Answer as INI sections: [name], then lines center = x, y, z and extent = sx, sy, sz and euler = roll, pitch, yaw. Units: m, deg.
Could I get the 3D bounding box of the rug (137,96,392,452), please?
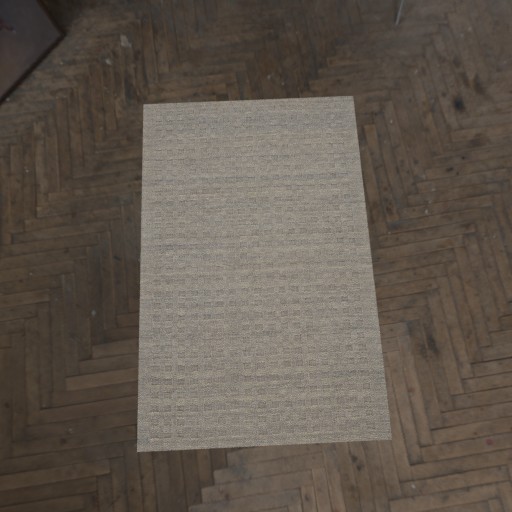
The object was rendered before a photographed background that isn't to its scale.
[rug]
center = 0.000, 0.000, 2.200
extent = 1.142, 0.006, 1.752
euler = -3, 76, -1
